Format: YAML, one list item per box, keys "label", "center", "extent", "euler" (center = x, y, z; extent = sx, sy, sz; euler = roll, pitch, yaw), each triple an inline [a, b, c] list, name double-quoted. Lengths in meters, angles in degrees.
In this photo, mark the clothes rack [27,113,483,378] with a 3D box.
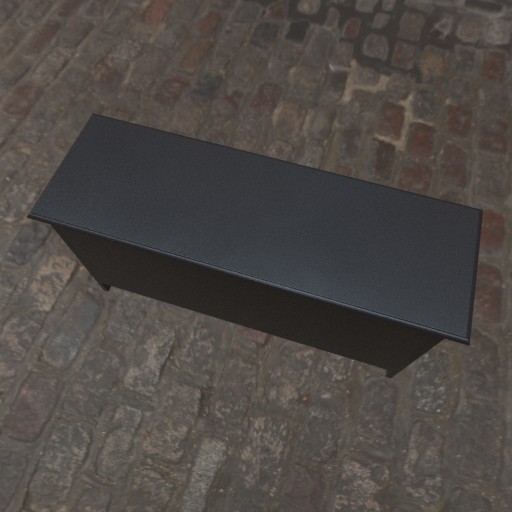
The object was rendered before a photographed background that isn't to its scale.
- label: "clothes rack"
  center: [0.000, 0.000, 1.486]
  extent: [1.219, 0.556, 0.406]
  euler: [16, 65, 8]
